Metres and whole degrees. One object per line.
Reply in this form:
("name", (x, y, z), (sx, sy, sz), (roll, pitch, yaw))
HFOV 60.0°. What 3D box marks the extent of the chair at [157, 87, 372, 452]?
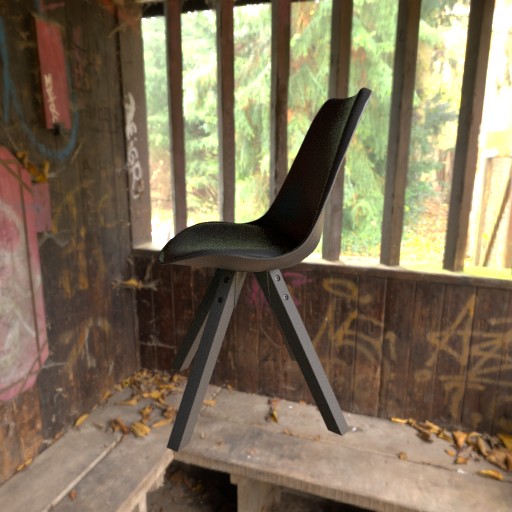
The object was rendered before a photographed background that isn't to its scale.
("chair", (0.000, 0.000, 1.212), (0.530, 0.850, 0.485), (-2, 14, -9))
